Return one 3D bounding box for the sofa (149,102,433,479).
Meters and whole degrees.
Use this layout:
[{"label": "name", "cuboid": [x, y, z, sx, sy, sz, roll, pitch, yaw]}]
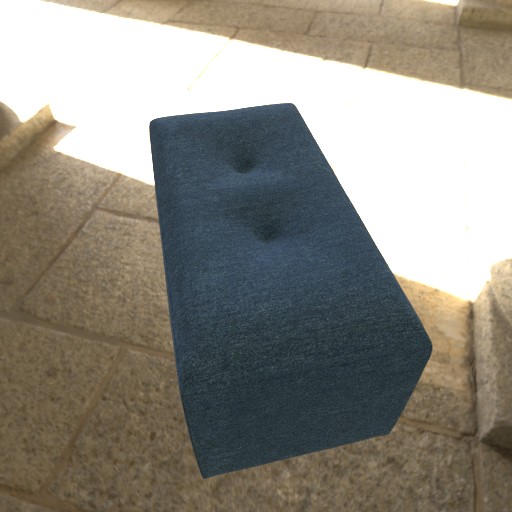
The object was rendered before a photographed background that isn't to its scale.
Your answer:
[{"label": "sofa", "cuboid": [0.000, 0.000, 1.197, 0.480, 0.470, 0.930, -9, 48, -9]}]
